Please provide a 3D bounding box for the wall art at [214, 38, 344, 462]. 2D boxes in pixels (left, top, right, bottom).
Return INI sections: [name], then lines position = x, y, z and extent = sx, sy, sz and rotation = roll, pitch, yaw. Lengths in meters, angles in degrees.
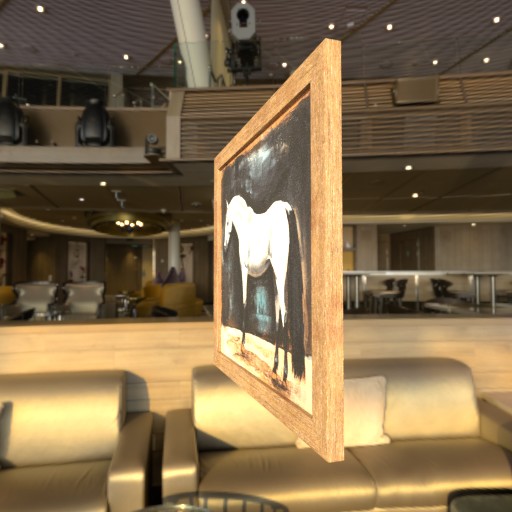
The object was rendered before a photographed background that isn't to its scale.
[wall art]
position = 0.000, 0.000, 0.943
extent = 0.026, 0.588, 0.690
rotation = 1, -2, -18
